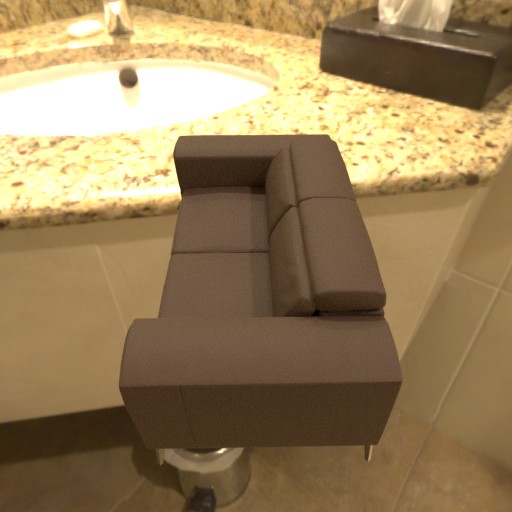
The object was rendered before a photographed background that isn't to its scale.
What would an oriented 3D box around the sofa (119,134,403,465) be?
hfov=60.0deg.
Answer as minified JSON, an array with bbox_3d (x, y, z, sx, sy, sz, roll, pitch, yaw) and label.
[{"bbox_3d":[0.000,0.000,2.360,1.003,0.779,1.895,-1,41,-1],"label":"sofa"}]
